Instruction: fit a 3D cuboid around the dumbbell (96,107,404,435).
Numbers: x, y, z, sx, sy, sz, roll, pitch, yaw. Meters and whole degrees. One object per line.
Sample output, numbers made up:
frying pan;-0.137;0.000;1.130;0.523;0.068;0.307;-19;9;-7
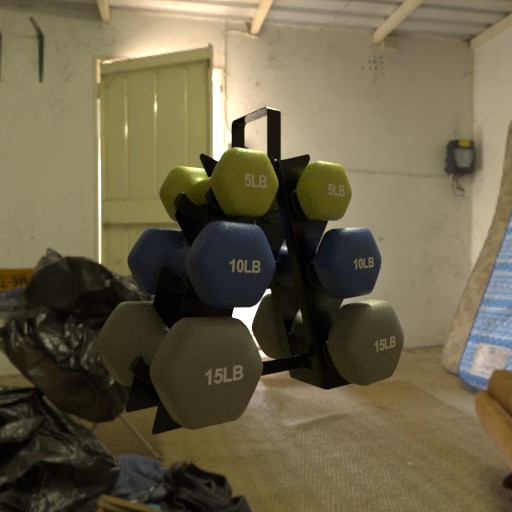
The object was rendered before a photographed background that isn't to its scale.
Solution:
dumbbell;0.000;0.000;0.675;0.416;0.426;0.261;-1;1;-36
